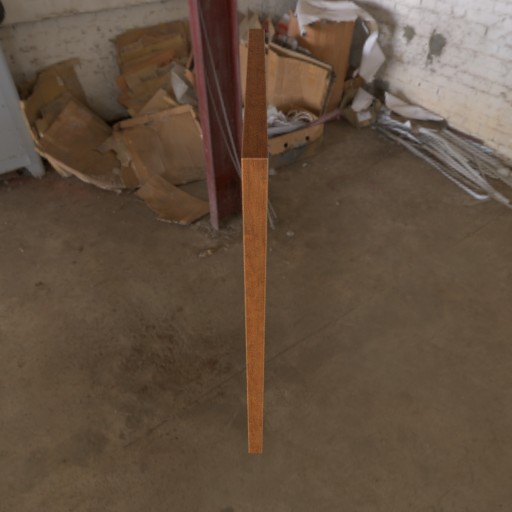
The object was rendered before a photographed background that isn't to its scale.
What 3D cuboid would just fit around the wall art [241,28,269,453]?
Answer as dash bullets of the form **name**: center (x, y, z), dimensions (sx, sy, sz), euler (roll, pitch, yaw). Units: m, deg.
- **wall art**: center (0.000, 0.000, 1.140), dimensions (0.037, 0.914, 0.610), euler (0, 42, 0)
